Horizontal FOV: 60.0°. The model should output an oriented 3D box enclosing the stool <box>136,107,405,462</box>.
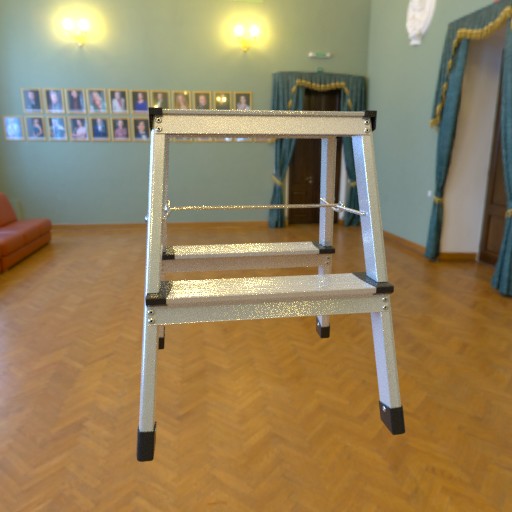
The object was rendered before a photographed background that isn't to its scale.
[{"bbox_3d":[0.000,0.000,0.785,0.404,0.480,0.405,-2,14,-9],"label":"stool"}]
